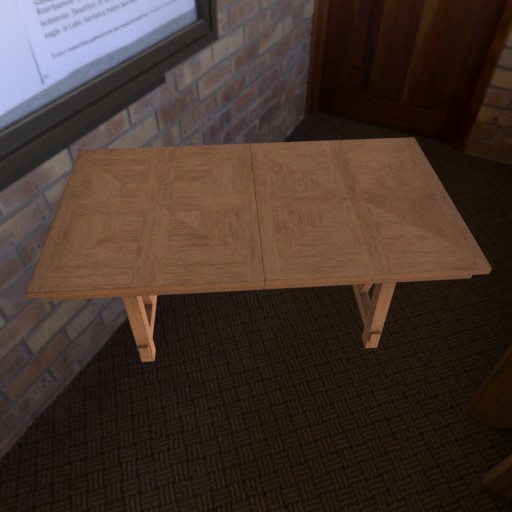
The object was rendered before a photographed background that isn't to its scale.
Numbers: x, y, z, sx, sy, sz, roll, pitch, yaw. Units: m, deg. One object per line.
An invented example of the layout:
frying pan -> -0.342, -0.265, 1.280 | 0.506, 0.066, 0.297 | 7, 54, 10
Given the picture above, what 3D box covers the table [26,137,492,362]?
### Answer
table -> 0.000, 0.000, 2.411 | 1.881, 0.768, 1.016 | -3, 46, -3
